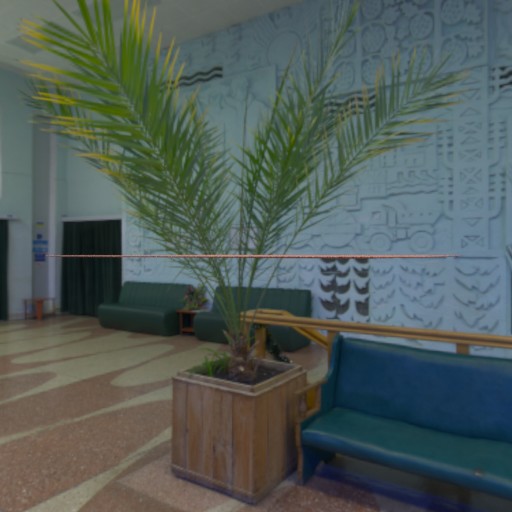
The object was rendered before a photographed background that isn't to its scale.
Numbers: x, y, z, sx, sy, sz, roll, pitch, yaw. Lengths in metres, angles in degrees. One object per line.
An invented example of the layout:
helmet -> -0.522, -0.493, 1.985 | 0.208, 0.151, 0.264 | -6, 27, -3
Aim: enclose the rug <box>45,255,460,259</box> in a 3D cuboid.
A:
rug -> 0.000, 0.000, 2.805 | 2.112, 0.009, 1.594 | 0, 0, 35
